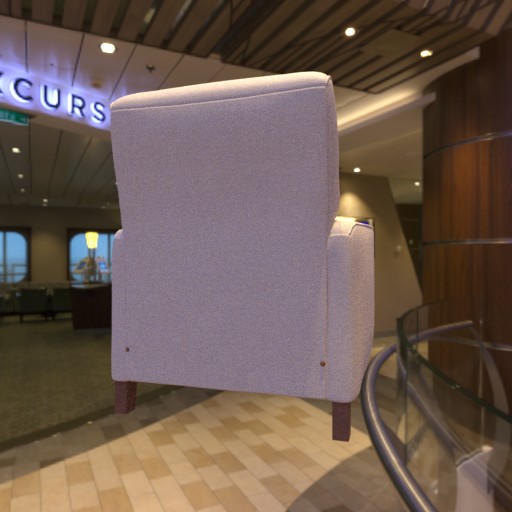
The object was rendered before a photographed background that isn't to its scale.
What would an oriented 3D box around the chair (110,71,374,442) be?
[{"bbox_3d":[0.000,0.000,1.650,0.841,1.023,0.858,0,0,17],"label":"chair"}]
